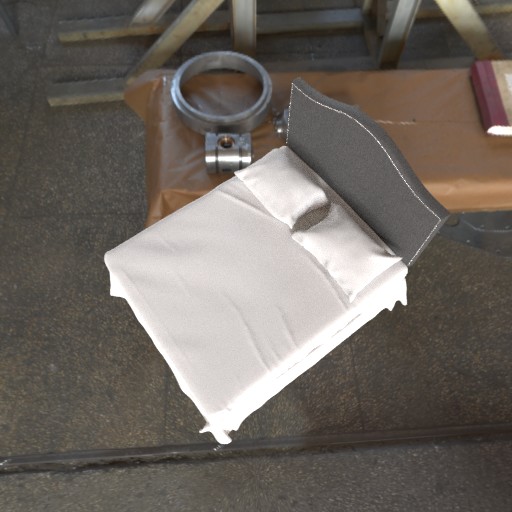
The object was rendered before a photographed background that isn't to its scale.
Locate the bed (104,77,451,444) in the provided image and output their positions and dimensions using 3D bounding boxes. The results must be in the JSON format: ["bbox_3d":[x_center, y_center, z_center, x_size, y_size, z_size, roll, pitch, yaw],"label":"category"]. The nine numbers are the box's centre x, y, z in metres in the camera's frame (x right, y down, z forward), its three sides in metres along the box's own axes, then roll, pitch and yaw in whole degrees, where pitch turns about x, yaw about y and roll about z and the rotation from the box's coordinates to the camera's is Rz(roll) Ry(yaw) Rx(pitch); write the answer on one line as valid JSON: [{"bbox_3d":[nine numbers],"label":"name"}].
[{"bbox_3d":[0.000,0.000,3.485,2.221,1.645,1.876,-34,68,-15],"label":"bed"}]
